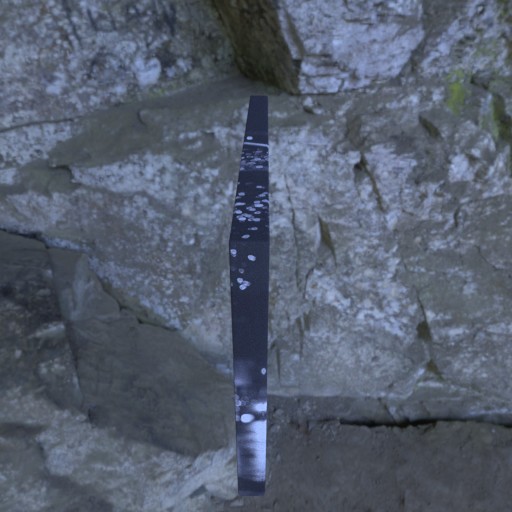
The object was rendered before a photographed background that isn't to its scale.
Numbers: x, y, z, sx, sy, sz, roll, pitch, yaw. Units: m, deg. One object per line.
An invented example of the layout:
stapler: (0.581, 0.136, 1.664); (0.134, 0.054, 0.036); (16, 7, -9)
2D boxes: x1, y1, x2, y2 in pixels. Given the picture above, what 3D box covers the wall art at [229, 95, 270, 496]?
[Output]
wall art: (0.000, 0.000, 0.765); (0.037, 0.406, 0.609); (1, 32, 1)
